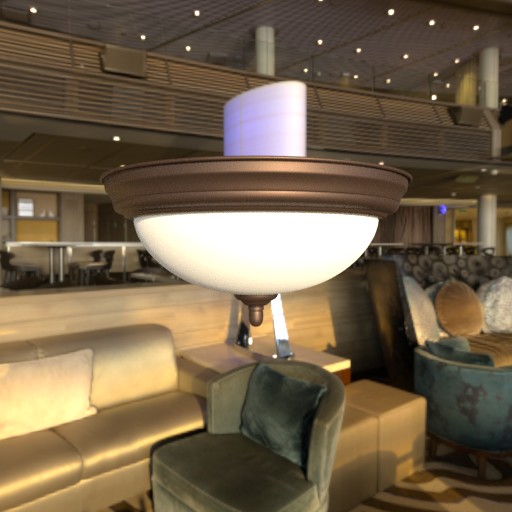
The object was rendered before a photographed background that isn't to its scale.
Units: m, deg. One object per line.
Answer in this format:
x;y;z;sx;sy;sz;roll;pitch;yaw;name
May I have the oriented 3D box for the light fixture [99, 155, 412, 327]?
0.000;0.000;0.421;0.280;0.135;0.280;0;1;0;light fixture
